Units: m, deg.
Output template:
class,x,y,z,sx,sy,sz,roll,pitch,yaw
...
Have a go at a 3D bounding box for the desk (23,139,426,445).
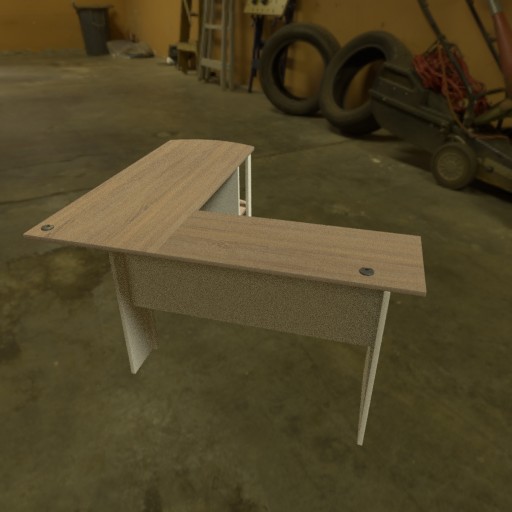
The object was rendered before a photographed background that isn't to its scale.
class,x,y,z,sx,sy,sz,roll,pitch,yaw
desk,0.000,0.000,2.140,1.361,0.716,1.303,8,31,13
